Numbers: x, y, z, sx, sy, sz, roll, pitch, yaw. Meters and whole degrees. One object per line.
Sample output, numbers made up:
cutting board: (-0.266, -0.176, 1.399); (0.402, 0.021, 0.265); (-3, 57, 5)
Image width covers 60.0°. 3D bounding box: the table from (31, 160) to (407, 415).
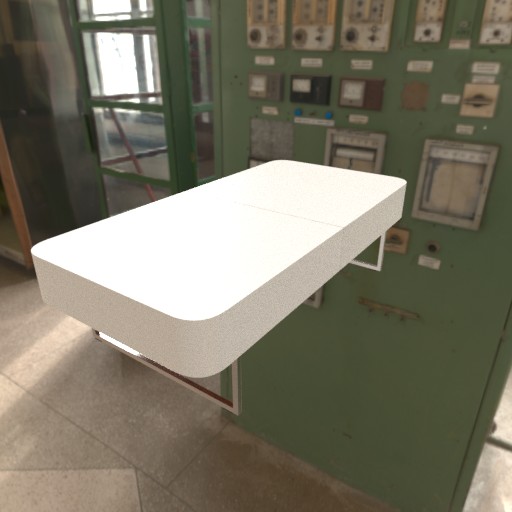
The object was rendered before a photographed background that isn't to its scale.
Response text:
table: (0.000, 0.000, 1.468); (0.600, 0.340, 1.200); (17, 30, 31)
